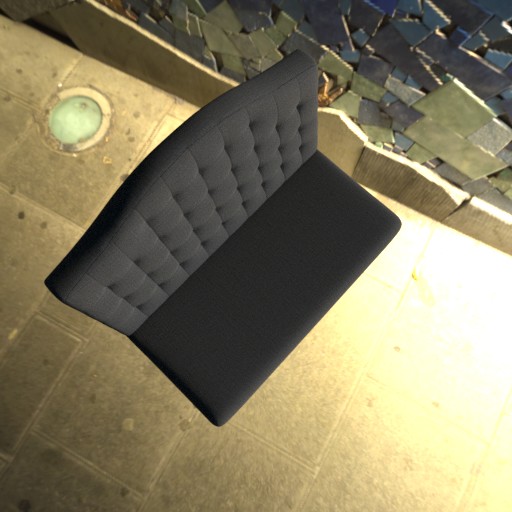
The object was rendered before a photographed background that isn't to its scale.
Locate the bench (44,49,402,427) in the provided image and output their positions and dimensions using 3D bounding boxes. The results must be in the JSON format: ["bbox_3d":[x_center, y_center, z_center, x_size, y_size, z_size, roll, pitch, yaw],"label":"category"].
[{"bbox_3d":[0.000,0.000,2.003,0.815,1.180,1.335,42,79,10],"label":"bench"}]
